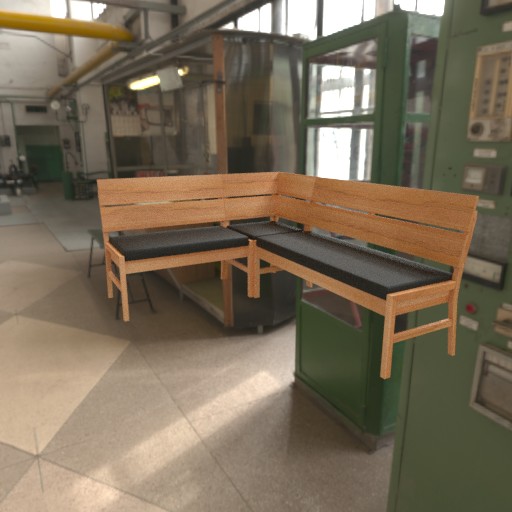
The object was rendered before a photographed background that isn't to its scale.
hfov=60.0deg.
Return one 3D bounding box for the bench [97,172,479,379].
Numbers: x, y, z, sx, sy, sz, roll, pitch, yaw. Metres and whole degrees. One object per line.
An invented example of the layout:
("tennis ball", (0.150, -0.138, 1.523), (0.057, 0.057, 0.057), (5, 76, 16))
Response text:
("bench", (0.000, 0.000, 2.848), (1.548, 0.890, 1.948), (-8, 17, -28))
